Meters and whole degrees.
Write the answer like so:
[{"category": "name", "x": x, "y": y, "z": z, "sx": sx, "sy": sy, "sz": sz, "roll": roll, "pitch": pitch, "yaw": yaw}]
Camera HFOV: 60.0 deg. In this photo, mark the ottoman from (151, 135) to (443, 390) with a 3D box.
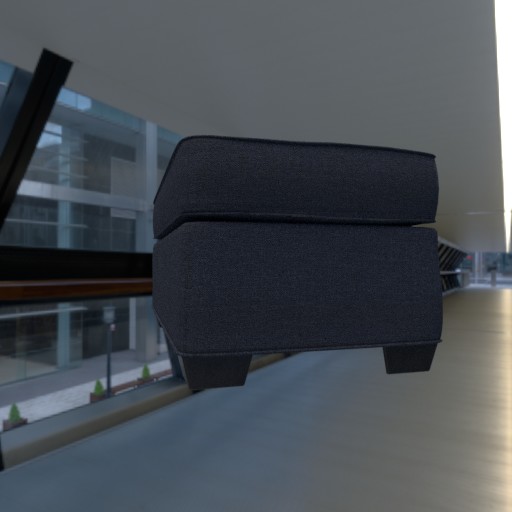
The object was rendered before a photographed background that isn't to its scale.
[{"category": "ottoman", "x": 0.000, "y": 0.000, "z": 1.181, "sx": 0.505, "sy": 0.453, "sz": 0.895, "roll": 0, "pitch": -1, "yaw": -16}]
